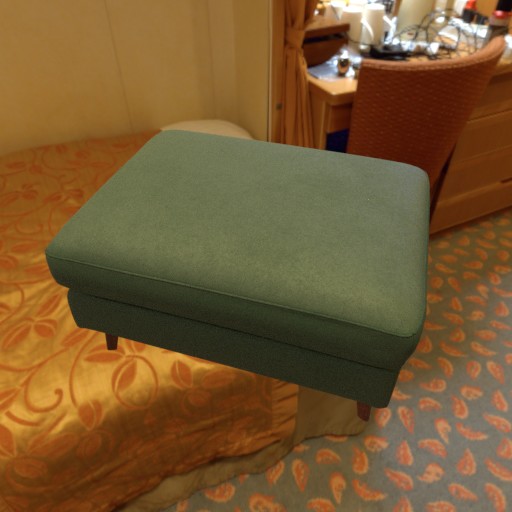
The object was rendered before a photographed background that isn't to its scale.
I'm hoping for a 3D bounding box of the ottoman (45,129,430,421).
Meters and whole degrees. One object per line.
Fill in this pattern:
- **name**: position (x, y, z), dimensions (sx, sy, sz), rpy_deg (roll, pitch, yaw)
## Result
- **ottoman**: position (0.000, 0.000, 1.165), dimensions (0.811, 0.449, 0.608), rpy_deg (12, 43, 13)
